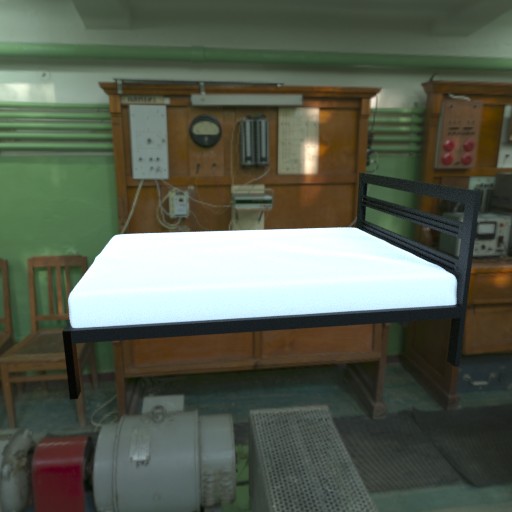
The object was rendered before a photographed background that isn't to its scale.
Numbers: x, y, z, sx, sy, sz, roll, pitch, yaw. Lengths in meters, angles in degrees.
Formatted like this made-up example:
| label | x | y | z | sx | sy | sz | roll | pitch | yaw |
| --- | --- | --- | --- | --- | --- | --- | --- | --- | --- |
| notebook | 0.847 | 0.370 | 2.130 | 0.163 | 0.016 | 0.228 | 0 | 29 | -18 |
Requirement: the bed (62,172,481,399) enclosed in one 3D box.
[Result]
| label | x | y | z | sx | sy | sz | roll | pitch | yaw |
| --- | --- | --- | --- | --- | --- | --- | --- | --- | --- |
| bed | 0.000 | 0.000 | 2.908 | 2.062 | 0.967 | 1.524 | -2 | 14 | -9 |
